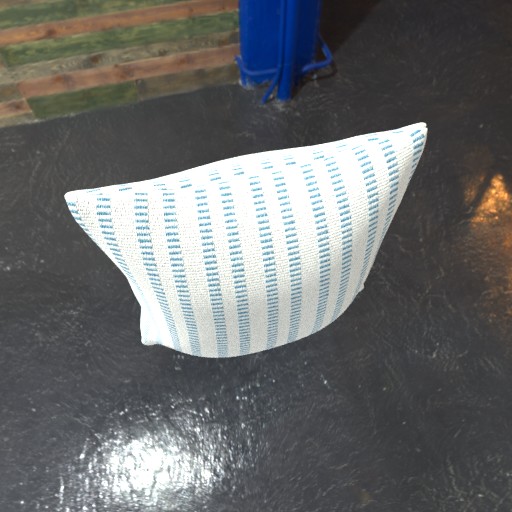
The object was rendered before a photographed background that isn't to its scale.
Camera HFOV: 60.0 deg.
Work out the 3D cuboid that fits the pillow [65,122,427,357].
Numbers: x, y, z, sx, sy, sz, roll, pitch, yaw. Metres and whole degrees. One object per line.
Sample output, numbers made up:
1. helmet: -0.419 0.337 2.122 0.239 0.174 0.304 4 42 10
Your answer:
1. pillow: 0.000 0.000 0.682 0.438 0.419 0.247 -13 59 -8
